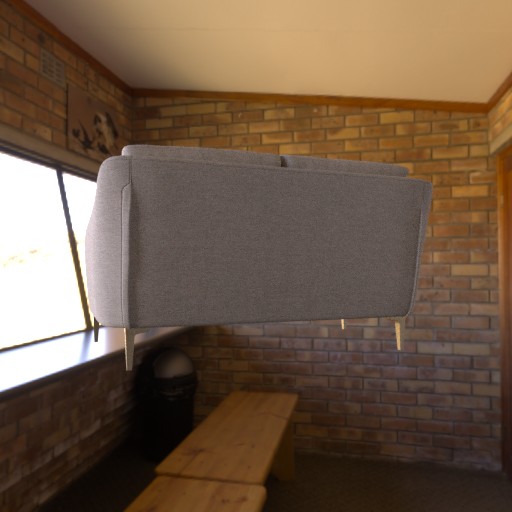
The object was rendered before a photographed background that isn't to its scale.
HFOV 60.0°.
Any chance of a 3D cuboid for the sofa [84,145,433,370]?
[{"bbox_3d":[0.000,0.000,2.212,1.619,0.904,0.960,1,-2,-19],"label":"sofa"}]
